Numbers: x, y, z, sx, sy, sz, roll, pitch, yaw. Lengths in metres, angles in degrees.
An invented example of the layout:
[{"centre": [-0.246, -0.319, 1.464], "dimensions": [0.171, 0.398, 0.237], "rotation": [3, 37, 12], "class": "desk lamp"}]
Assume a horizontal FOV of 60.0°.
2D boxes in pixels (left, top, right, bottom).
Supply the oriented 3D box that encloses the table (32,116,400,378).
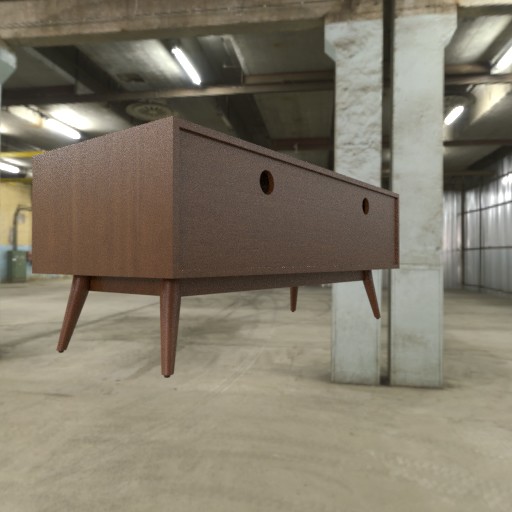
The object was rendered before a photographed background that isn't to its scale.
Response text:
[{"centre": [0.000, 0.000, 1.343], "dimensions": [0.490, 0.464, 1.119], "rotation": [0, -1, 37], "class": "table"}]
